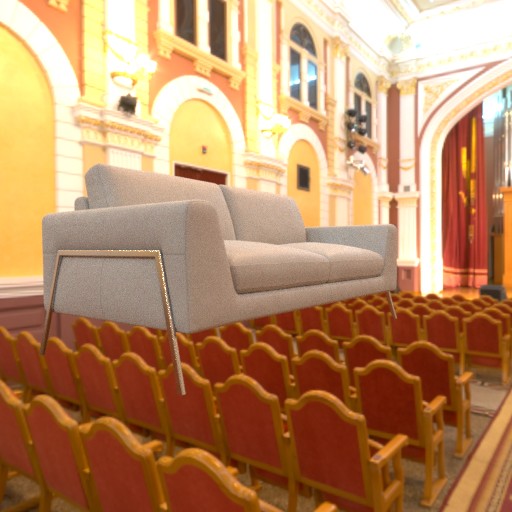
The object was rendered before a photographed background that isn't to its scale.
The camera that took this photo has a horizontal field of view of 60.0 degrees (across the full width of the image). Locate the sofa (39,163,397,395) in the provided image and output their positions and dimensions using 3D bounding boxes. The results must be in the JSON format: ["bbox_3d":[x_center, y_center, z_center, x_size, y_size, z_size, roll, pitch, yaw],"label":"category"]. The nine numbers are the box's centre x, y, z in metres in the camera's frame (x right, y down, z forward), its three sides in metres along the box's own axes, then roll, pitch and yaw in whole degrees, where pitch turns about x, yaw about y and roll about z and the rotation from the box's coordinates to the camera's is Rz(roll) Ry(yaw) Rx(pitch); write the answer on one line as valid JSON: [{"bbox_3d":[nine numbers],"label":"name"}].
[{"bbox_3d":[0.000,0.000,2.517,0.953,0.875,2.017,1,1,37],"label":"sofa"}]
